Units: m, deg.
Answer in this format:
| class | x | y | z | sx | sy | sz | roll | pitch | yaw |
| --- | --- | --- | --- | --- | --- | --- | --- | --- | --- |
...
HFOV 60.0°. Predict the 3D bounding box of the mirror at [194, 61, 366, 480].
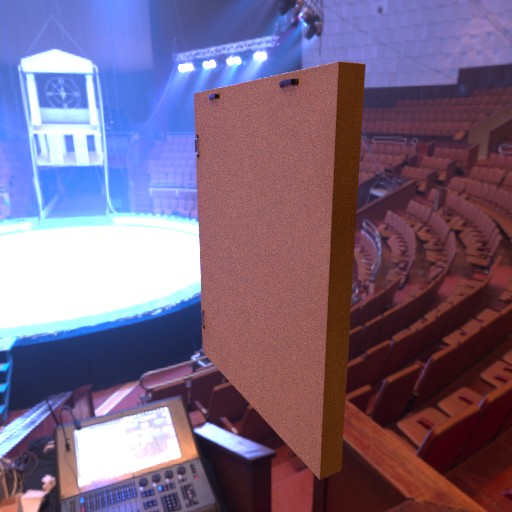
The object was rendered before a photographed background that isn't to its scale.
| class | x | y | z | sx | sy | sz | roll | pitch | yaw |
| --- | --- | --- | --- | --- | --- | --- | --- | --- | --- |
| mirror | 0.000 | 0.000 | 0.693 | 0.041 | 0.509 | 0.406 | -8 | 17 | -28 |
